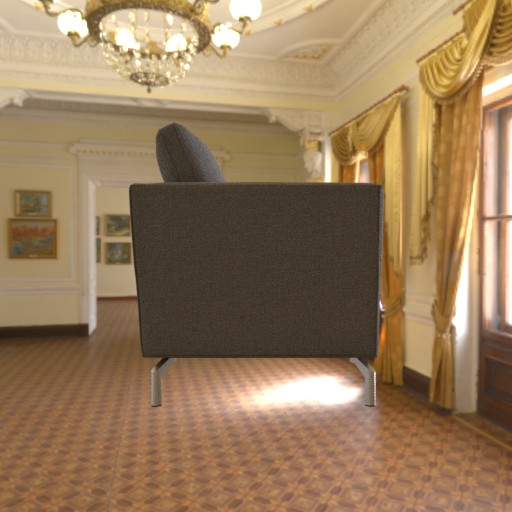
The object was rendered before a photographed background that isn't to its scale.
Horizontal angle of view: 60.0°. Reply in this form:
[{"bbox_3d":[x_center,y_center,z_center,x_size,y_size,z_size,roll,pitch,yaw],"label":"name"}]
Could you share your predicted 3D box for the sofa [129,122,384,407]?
[{"bbox_3d":[0.000,0.000,2.148,0.803,0.924,1.594,0,1,0],"label":"sofa"}]
